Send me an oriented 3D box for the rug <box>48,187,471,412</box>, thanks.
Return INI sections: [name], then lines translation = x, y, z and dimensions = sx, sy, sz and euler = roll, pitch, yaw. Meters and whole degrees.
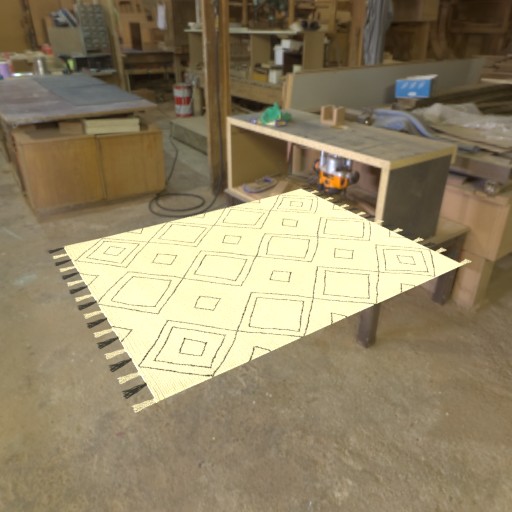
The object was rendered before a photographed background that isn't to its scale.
[rug]
translation = 0.000, 0.000, 4.149
dimensions = 3.221, 0.026, 2.342
euler = -18, 33, -29
